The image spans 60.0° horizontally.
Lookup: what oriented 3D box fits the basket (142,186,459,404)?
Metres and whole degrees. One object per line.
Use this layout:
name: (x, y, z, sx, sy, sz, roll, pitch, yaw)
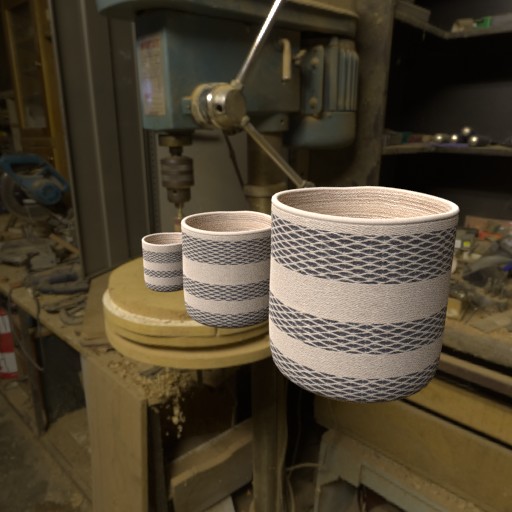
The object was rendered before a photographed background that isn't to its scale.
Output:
basket: (0.000, 0.000, 1.094, 0.917, 0.356, 0.351, 16, 23, 42)
